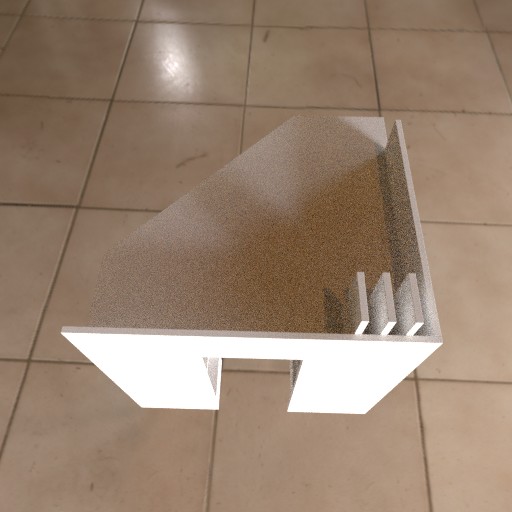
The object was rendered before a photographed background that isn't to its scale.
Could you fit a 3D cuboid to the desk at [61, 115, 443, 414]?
[{"bbox_3d":[0.000,0.000,1.679,0.940,0.986,0.940,1,60,1],"label":"desk"}]
